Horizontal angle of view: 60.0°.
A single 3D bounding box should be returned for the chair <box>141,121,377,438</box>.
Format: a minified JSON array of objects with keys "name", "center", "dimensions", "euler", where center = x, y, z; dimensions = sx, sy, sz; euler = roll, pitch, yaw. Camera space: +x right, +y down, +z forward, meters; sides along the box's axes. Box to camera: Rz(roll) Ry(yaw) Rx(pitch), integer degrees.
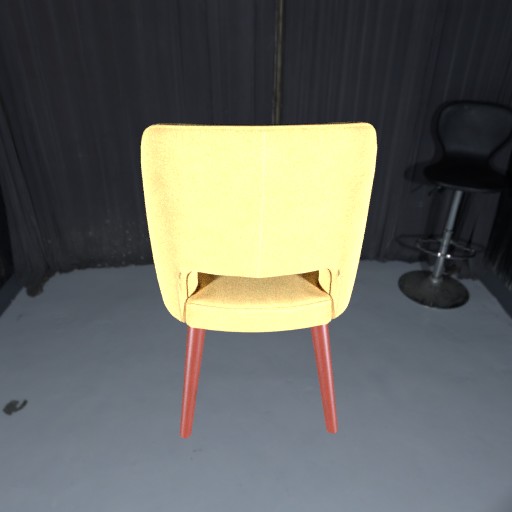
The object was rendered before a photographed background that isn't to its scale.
[{"name":"chair","center":[0.000,0.000,1.218],"dimensions":[0.548,0.849,0.605],"euler":[-1,30,-2]}]
